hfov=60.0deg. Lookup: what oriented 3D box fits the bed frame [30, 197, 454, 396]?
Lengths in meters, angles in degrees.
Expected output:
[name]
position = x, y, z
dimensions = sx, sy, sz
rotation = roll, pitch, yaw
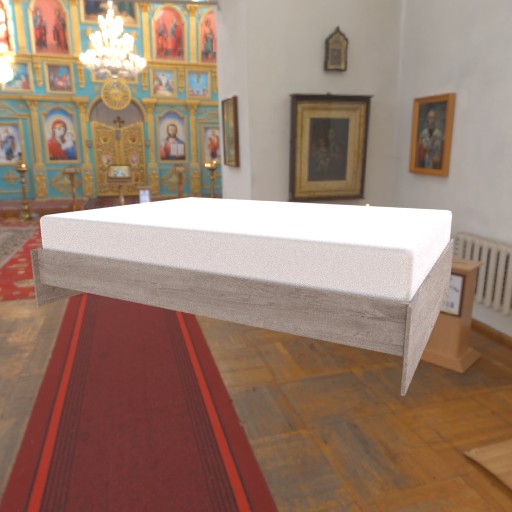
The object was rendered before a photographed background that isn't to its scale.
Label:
[bed frame]
position = 0.000, 0.000, 2.535
dimensions = 1.945, 0.497, 1.445
rotation = 7, 14, 28
